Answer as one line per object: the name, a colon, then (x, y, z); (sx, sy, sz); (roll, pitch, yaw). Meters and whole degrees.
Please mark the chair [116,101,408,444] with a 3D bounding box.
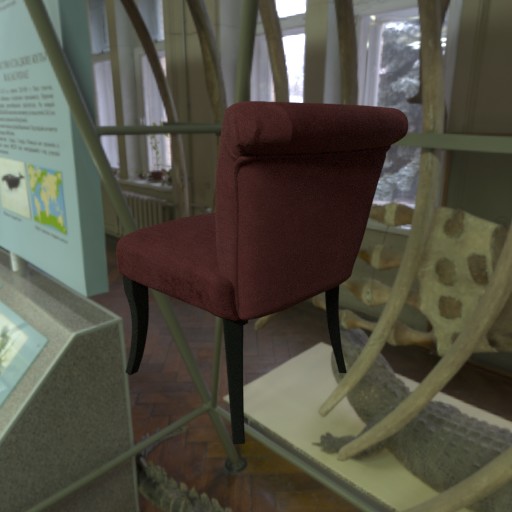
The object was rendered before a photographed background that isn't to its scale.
chair: (0.000, 0.000, 1.178); (0.605, 0.750, 0.582); (16, 23, 42)
